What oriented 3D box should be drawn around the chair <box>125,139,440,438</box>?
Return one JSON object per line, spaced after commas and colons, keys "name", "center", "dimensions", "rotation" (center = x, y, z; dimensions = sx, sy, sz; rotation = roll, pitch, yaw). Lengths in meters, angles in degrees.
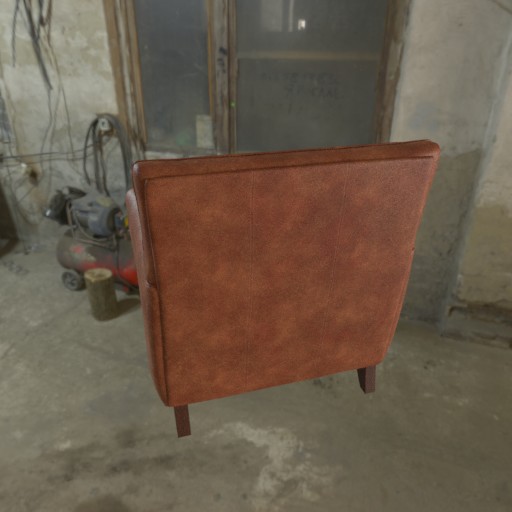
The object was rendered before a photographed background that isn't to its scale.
{"name": "chair", "center": [0.000, 0.000, 1.630], "dimensions": [0.870, 0.943, 0.823], "rotation": [-8, 28, -15]}
